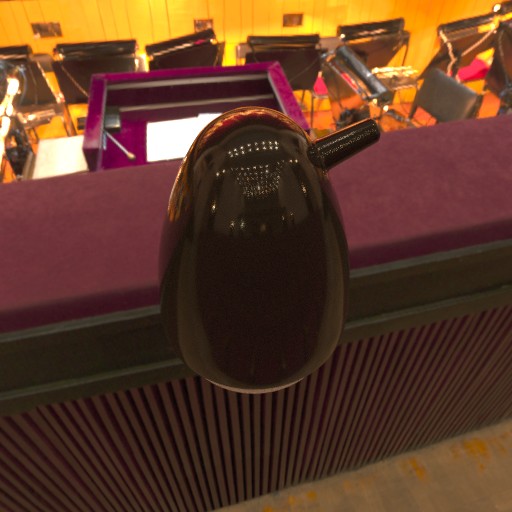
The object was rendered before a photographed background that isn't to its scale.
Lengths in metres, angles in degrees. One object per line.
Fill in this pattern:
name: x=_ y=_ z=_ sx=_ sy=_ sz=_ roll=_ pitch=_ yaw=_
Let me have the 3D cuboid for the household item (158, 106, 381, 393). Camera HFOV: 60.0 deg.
household item: x=0.000 y=0.000 z=0.220 sx=0.104 sy=0.152 sz=0.102 roll=-9 pitch=47 yaw=-9
